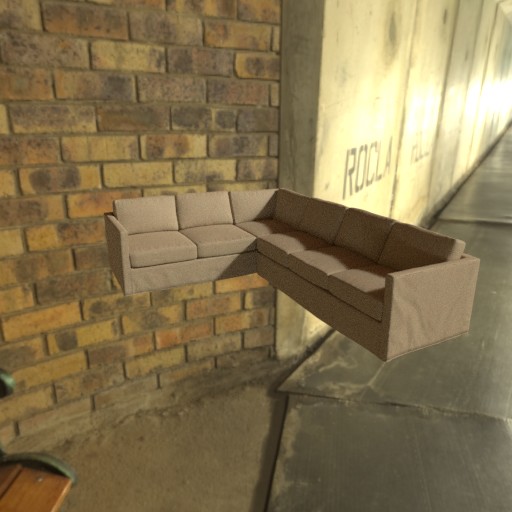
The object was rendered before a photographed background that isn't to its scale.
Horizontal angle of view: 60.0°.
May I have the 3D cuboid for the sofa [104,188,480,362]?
[{"bbox_3d":[0.000,0.000,4.431,2.432,0.871,3.182,-9,20,-25],"label":"sofa"}]
